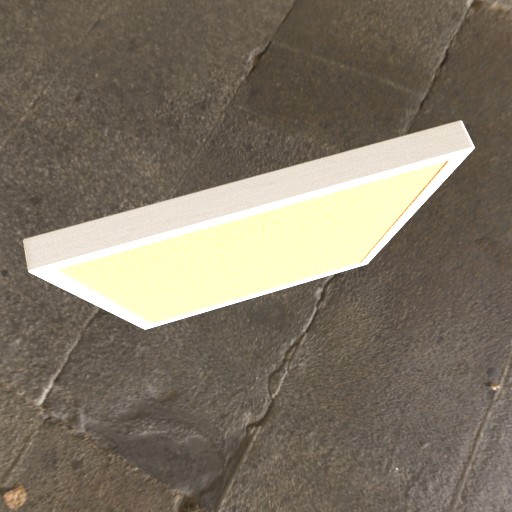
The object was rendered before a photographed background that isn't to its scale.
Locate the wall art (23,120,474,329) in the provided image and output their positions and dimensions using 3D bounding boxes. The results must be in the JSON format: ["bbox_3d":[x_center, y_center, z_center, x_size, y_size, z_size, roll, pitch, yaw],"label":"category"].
[{"bbox_3d":[0.000,0.000,0.730,0.508,0.508,0.038,-16,74,-5],"label":"wall art"}]
